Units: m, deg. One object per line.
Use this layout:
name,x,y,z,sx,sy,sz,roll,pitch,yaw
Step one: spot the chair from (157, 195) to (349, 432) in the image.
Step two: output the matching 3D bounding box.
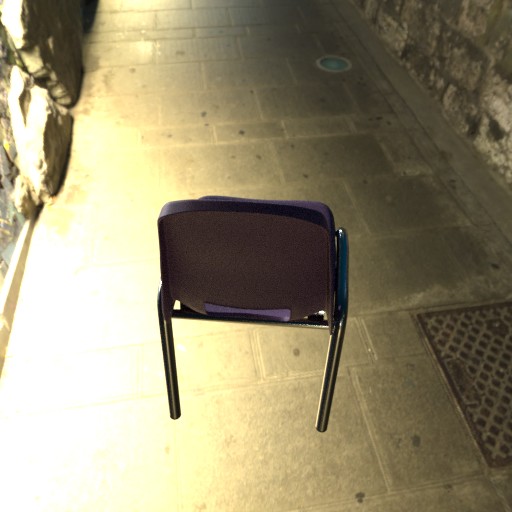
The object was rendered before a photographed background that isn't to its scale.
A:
chair,0.000,0.000,0.831,0.356,0.584,0.419,4,48,3
